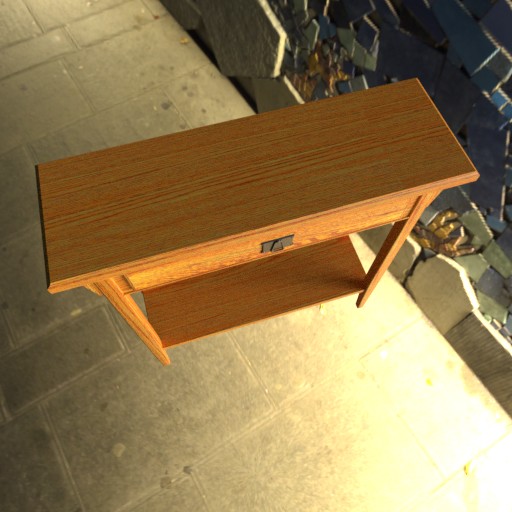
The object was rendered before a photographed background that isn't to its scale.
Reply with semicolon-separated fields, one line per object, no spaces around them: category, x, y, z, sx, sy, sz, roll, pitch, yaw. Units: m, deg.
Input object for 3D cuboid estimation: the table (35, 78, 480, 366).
table;0.000;0.000;1.111;0.762;0.711;0.254;-15;65;-7
